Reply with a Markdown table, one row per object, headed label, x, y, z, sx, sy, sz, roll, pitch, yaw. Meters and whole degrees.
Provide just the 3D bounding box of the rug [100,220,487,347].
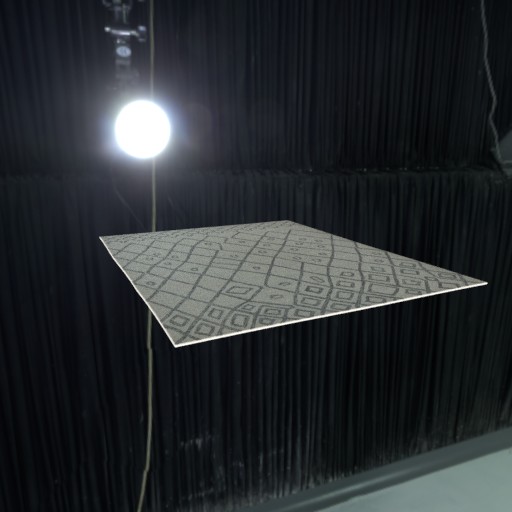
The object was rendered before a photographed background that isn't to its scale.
| label | x | y | z | sx | sy | sz | roll | pitch | yaw |
| --- | --- | --- | --- | --- | --- | --- | --- | --- | --- |
| rug | 0.000 | 0.000 | 4.179 | 2.446 | 0.015 | 3.046 | -7 | 16 | -25 |
